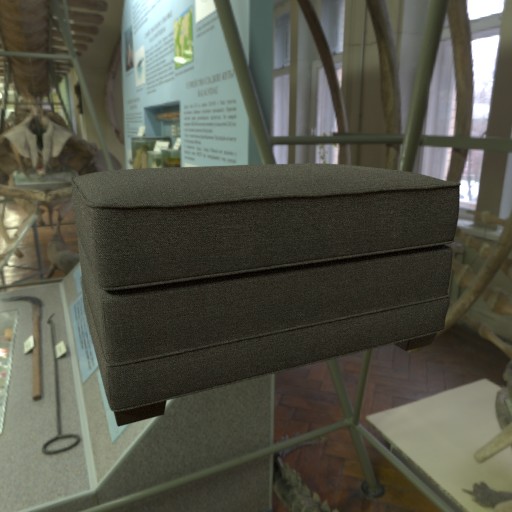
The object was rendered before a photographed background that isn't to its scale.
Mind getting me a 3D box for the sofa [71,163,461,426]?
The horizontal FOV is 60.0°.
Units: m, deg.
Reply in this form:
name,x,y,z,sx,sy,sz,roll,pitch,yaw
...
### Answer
name,x,y,z,sx,sy,sz,roll,pitch,yaw
sofa,0.000,0.000,1.175,0.854,0.457,0.578,-7,17,-24
